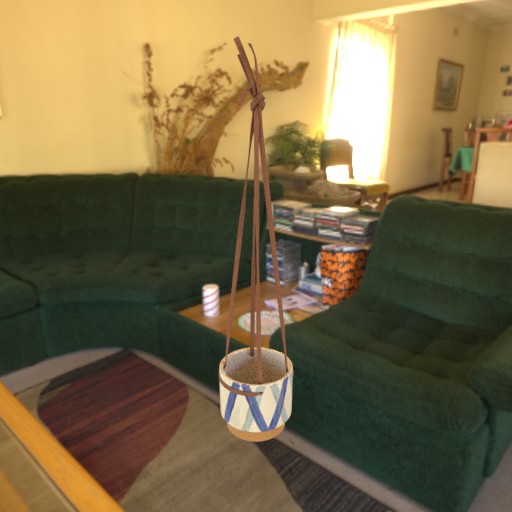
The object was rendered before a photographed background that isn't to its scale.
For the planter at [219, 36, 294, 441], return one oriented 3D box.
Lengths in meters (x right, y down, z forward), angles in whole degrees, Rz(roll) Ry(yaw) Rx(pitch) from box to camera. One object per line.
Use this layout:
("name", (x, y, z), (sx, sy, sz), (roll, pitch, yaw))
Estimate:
("planter", (0.000, 0.000, 0.852), (0.153, 0.753, 0.157), (8, 19, 24))
